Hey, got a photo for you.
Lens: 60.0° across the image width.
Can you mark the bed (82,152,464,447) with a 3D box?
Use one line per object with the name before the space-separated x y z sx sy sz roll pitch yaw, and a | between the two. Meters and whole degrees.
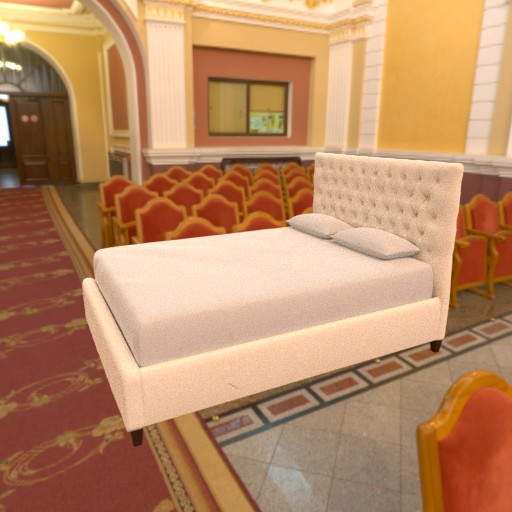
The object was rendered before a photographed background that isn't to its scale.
bed | 0.000 0.000 3.400 2.387 1.427 1.698 -8 18 -26
